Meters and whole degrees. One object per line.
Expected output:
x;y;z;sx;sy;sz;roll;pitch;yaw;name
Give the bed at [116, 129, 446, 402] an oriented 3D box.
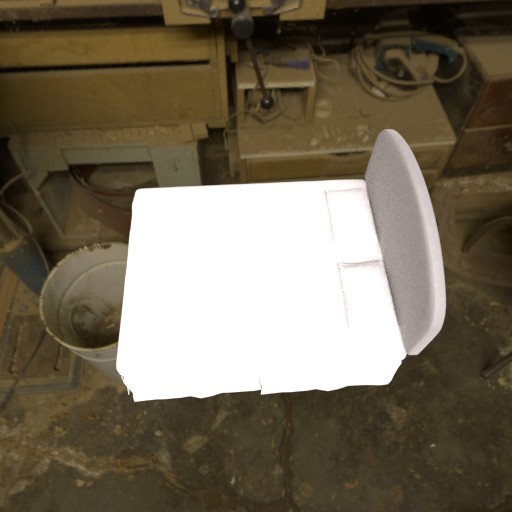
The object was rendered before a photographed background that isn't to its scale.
0.000;0.000;3.154;2.005;1.410;1.607;-3;59;-2;bed
